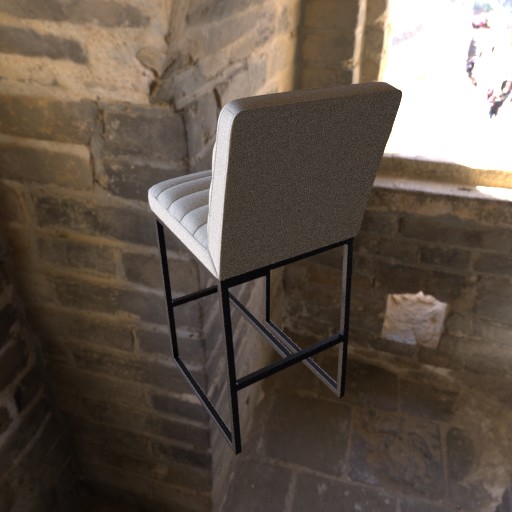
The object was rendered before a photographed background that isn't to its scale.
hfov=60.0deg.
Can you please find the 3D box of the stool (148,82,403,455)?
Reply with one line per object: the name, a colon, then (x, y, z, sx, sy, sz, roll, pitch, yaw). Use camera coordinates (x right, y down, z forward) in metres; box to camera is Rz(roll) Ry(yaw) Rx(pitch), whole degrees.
stool: (0.000, 0.000, 1.358, 0.460, 1.040, 0.560, -17, 34, -27)
